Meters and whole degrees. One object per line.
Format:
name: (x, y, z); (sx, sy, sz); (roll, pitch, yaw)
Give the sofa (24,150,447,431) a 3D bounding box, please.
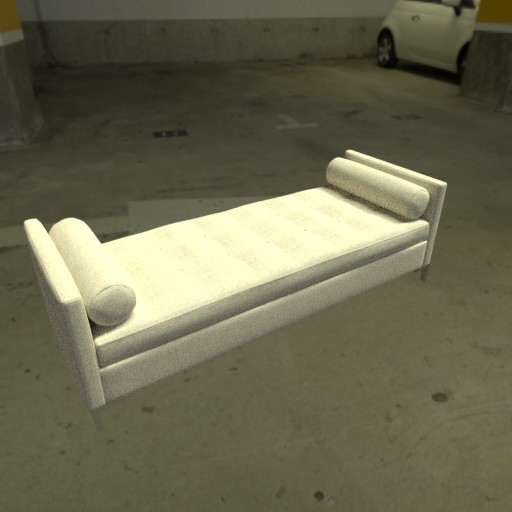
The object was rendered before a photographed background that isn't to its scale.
sofa: (0.000, 0.000, 2.418); (2.102, 0.655, 0.797); (-18, 35, -28)
